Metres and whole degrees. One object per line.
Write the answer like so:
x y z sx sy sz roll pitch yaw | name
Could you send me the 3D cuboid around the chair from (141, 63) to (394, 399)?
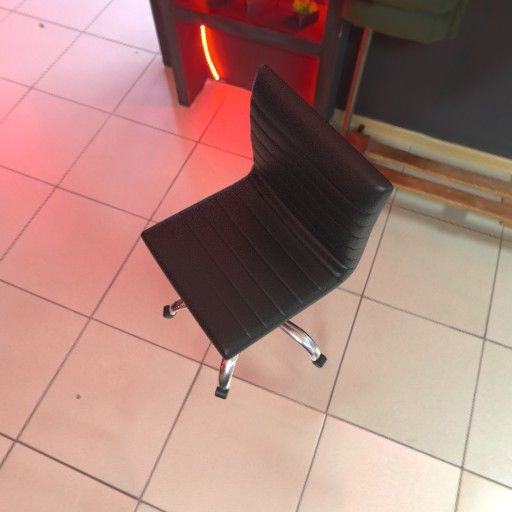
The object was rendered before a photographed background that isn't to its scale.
0.000 0.000 1.137 0.530 0.780 0.556 -32 67 -16 | chair
